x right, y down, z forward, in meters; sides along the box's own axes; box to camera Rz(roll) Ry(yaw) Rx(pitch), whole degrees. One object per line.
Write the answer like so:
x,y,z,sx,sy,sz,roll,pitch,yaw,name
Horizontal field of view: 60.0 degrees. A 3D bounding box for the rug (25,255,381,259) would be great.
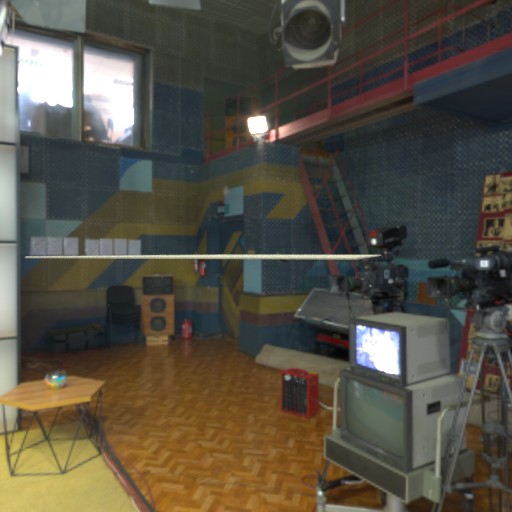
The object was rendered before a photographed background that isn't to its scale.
0.000,0.000,2.216,1.143,0.006,1.747,0,0,18,rug
